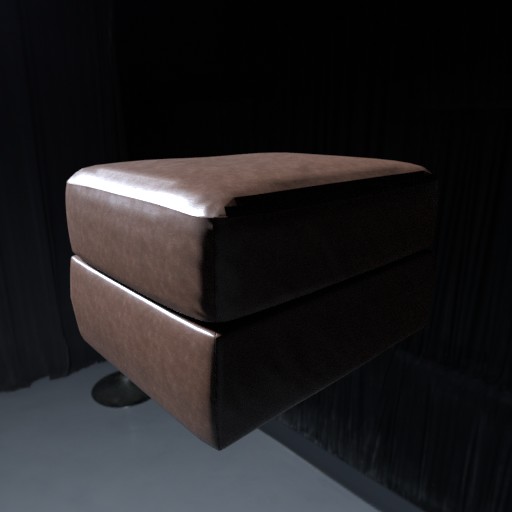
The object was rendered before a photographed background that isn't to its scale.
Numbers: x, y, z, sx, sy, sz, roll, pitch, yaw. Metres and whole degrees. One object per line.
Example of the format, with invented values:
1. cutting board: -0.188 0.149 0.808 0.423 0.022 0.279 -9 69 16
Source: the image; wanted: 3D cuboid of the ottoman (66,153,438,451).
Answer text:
1. ottoman: 0.000 0.000 1.110 0.751 0.476 0.603 -15 22 -40
